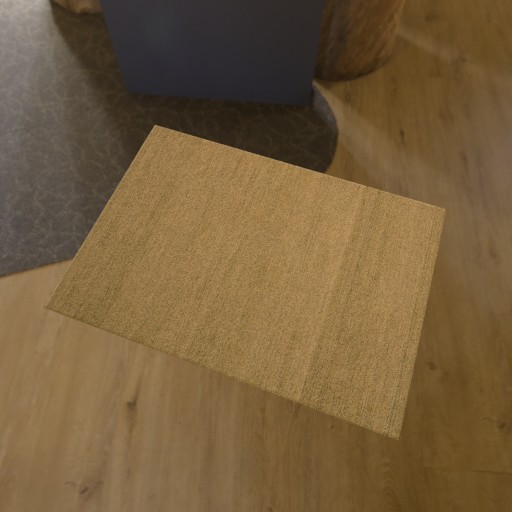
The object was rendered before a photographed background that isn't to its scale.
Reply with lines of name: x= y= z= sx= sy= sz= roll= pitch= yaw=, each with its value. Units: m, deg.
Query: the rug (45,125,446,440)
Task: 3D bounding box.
rug: x=0.000 y=0.000 z=5.137 sx=3.935 sy=0.025 sz=2.782 roll=18 pitch=65 yaw=9
